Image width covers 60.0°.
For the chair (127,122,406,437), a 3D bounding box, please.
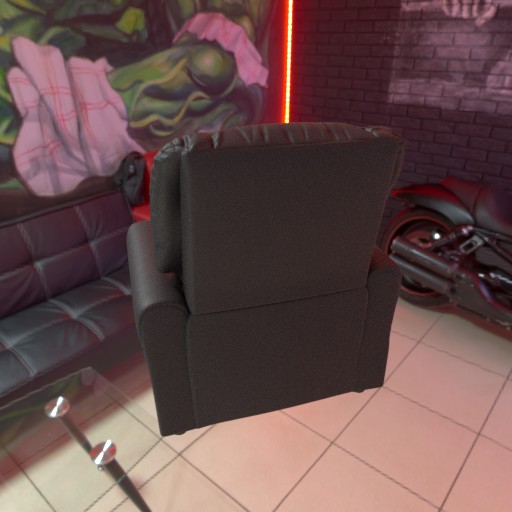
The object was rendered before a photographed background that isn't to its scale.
[{"bbox_3d":[0.000,0.000,1.101,0.610,0.709,0.521,-8,27,-15],"label":"chair"}]
